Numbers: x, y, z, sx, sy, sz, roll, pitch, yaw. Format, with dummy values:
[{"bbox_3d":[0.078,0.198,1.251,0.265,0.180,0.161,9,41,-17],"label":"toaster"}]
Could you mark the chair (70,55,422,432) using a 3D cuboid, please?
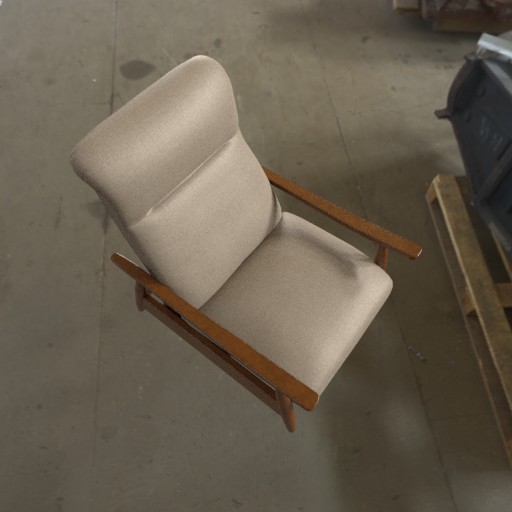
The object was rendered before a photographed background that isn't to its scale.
[{"bbox_3d":[0.000,0.000,1.774,1.032,1.082,0.762,34,65,18],"label":"chair"}]
